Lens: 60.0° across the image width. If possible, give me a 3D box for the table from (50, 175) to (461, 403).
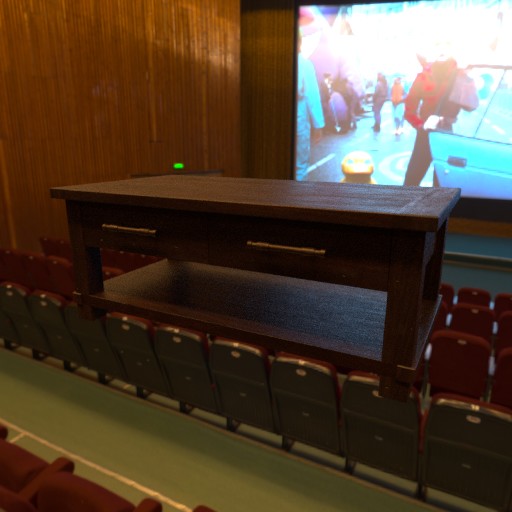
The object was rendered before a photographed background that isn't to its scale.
[{"bbox_3d":[0.000,0.000,1.613,1.270,0.494,0.700,8,17,27],"label":"table"}]
